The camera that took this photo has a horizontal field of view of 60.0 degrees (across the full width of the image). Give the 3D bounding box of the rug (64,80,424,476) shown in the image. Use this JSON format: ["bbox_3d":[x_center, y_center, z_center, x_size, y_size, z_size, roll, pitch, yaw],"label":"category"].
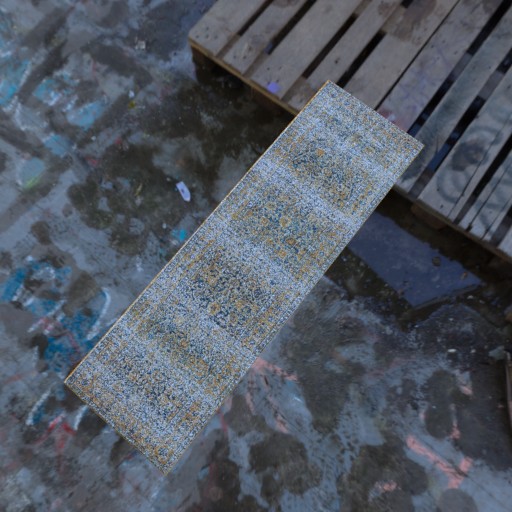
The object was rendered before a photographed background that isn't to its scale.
[{"bbox_3d":[0.000,0.000,2.443,0.704,0.014,2.294,38,79,9],"label":"rug"}]
